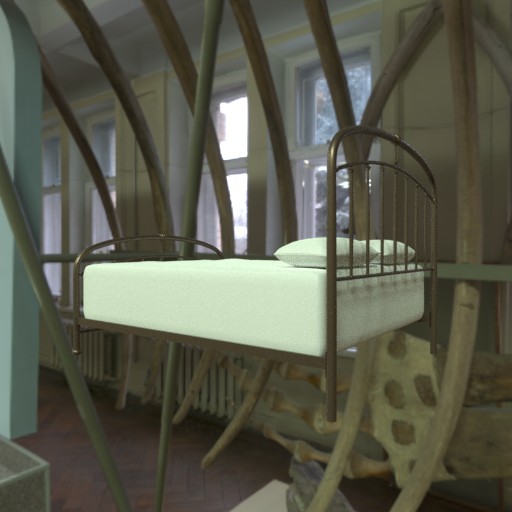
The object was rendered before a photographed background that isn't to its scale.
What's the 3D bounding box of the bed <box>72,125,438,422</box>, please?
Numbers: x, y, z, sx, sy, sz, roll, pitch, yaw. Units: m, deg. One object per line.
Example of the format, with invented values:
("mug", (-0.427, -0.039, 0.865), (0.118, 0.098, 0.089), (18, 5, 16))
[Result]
("bed", (0.000, 0.000, 3.311), (2.168, 1.475, 1.711), (1, 1, 37))
